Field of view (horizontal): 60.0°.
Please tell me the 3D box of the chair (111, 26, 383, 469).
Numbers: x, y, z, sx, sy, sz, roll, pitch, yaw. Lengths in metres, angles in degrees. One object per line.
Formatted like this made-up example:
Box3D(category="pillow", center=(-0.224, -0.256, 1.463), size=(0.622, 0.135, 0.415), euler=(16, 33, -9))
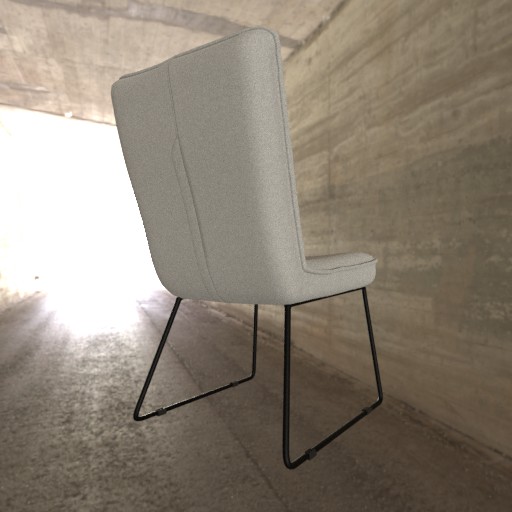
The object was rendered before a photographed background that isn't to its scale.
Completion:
Box3D(category="chair", center=(0.000, 0.000, 1.276), size=(0.515, 0.930, 0.688), euler=(0, -1, 35))
